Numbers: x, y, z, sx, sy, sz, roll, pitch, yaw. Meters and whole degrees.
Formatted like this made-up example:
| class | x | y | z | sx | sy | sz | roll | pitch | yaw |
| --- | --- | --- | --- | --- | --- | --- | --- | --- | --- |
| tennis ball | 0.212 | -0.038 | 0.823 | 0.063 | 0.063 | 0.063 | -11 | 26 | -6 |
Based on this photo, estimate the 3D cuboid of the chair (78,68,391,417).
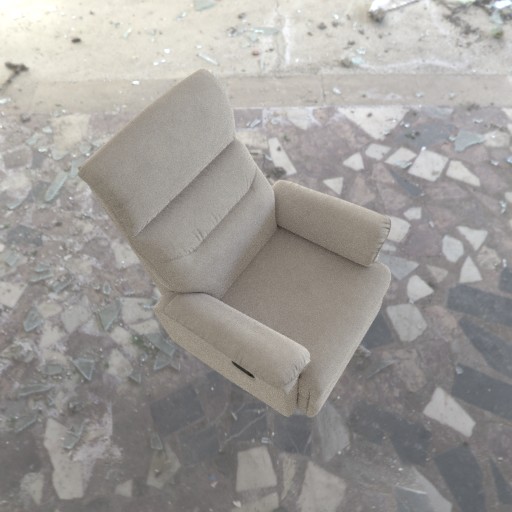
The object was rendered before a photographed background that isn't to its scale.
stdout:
| class | x | y | z | sx | sy | sz | roll | pitch | yaw |
| --- | --- | --- | --- | --- | --- | --- | --- | --- | --- |
| chair | 0.000 | 0.000 | 1.749 | 1.001 | 1.039 | 0.820 | 30 | 63 | 18 |
